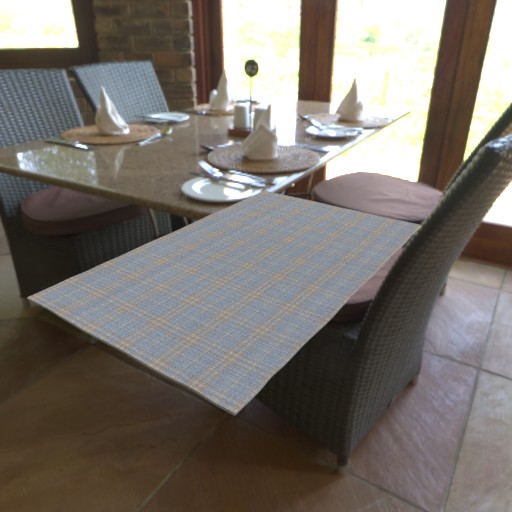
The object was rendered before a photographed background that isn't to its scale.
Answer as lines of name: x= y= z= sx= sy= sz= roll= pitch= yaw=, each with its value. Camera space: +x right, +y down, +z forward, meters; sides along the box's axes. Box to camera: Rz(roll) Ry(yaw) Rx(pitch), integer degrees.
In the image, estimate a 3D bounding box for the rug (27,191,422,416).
rug: x=0.000 y=0.000 z=3.076 sx=1.545 sy=0.016 sz=2.460 roll=18 pitch=31 yaw=31
